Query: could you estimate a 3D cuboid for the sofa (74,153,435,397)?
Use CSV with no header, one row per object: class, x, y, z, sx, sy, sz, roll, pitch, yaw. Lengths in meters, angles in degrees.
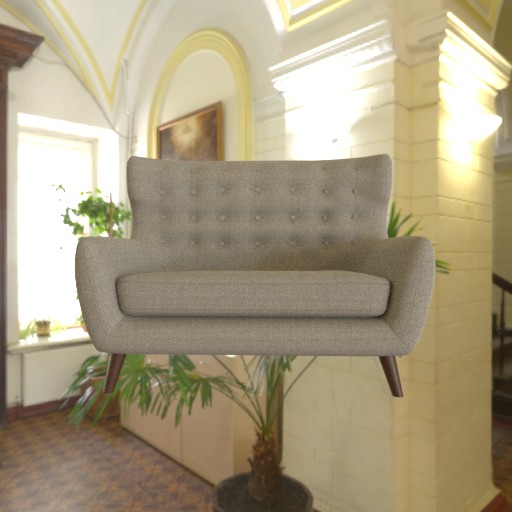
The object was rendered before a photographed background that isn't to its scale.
sofa,0.000,0.000,2.030,1.386,1.028,0.884,0,0,2
